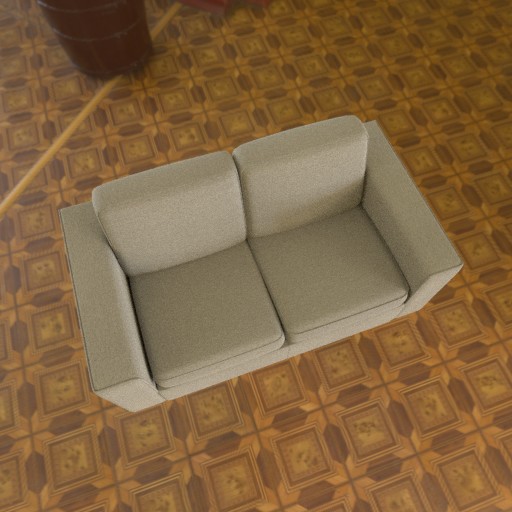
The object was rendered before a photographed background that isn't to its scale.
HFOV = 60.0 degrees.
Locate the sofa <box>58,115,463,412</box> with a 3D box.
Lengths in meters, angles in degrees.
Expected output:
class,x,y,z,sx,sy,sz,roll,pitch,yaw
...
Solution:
class,x,y,z,sx,sy,sz,roll,pitch,yaw
sofa,0.000,0.000,2.396,1.812,0.924,1.007,-18,65,-8
